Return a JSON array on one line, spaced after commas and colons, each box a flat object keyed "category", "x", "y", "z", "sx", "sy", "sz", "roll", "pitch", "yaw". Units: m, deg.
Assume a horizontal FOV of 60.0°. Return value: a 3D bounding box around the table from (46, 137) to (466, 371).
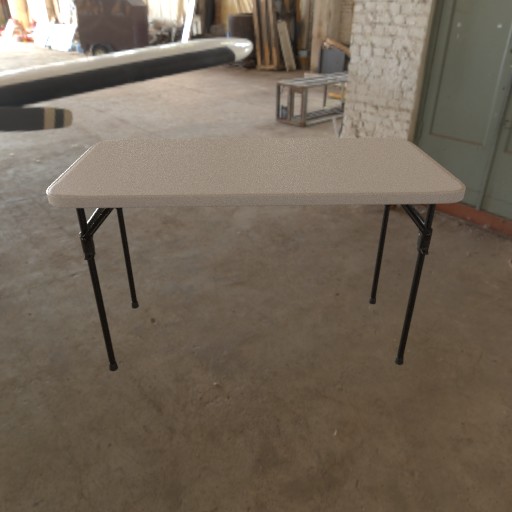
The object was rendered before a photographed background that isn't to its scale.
[{"category": "table", "x": 0.000, "y": 0.000, "z": 1.670, "sx": 1.219, "sy": 0.729, "sz": 0.610, "roll": -1, "pitch": 29, "yaw": -2}]
